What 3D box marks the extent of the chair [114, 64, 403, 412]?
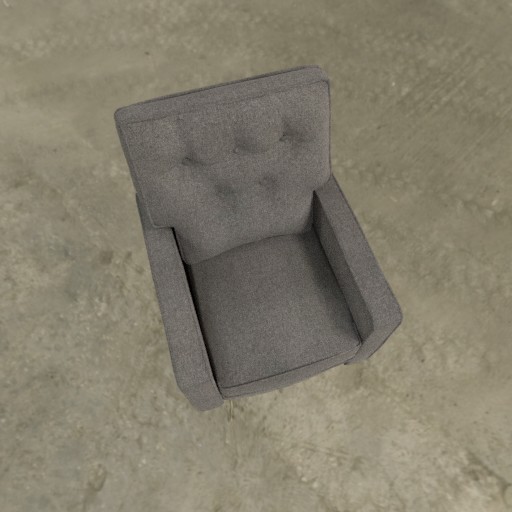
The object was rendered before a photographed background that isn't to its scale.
[{"bbox_3d":[0.000,0.000,1.426,0.650,0.889,0.775,-15,64,-8],"label":"chair"}]
